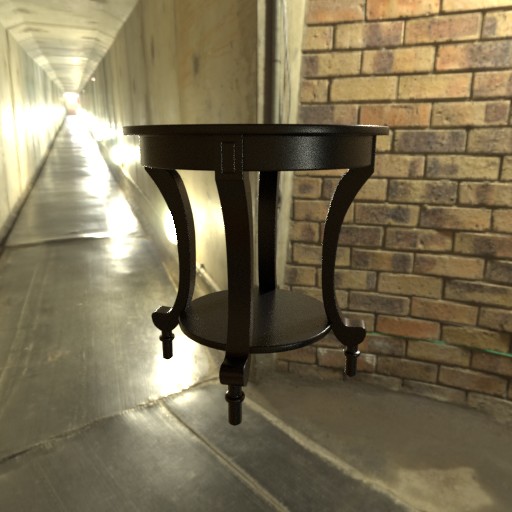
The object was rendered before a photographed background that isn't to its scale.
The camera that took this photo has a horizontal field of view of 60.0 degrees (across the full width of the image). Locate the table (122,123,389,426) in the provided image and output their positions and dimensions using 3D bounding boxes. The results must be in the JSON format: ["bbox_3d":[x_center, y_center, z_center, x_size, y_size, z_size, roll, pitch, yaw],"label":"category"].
[{"bbox_3d":[0.000,0.000,1.110,0.597,0.618,0.597,0,15,0],"label":"table"}]
